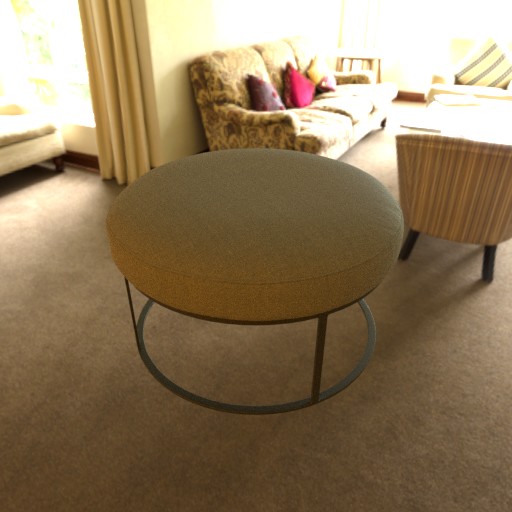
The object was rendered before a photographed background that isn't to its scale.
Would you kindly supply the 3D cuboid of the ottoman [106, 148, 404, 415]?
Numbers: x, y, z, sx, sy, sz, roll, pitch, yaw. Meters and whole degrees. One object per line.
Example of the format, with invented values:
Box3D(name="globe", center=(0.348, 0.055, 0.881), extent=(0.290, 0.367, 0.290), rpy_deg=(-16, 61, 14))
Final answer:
Box3D(name="ottoman", center=(0.000, 0.000, 1.269), extent=(0.772, 0.460, 0.772), rpy_deg=(0, 31, 0))
